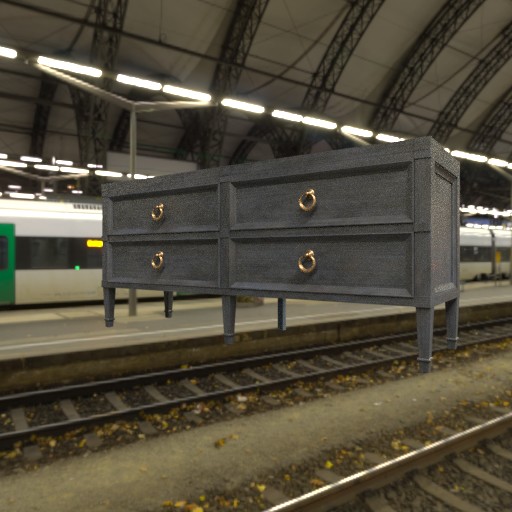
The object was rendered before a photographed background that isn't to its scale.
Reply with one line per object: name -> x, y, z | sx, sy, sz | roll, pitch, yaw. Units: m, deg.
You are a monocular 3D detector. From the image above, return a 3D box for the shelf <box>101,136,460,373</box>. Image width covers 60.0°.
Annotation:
shelf -> 0.000, 0.000, 1.955 | 1.575, 0.719, 0.479 | 0, 0, 35
